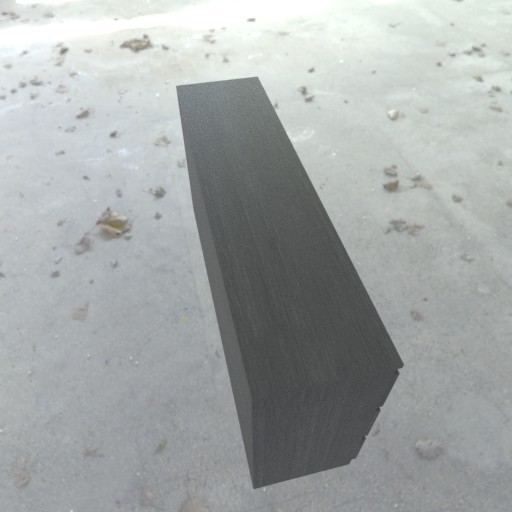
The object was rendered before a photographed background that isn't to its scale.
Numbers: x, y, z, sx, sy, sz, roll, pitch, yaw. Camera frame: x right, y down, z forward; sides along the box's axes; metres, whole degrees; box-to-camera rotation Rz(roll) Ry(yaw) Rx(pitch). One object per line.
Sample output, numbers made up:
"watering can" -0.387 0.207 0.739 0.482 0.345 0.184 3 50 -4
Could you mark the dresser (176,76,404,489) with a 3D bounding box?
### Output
"dresser" 0.000 0.000 1.913 0.400 0.795 1.590 -10 49 -9
